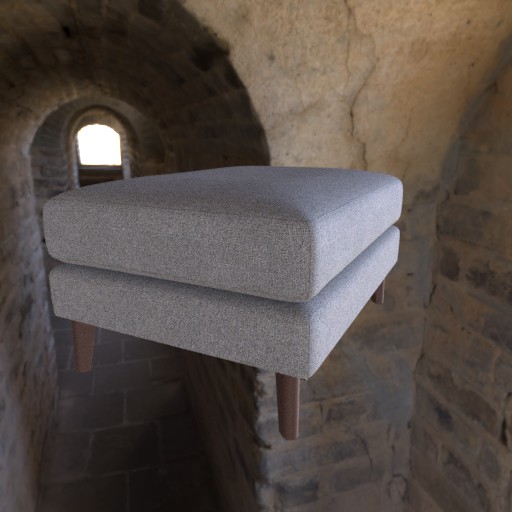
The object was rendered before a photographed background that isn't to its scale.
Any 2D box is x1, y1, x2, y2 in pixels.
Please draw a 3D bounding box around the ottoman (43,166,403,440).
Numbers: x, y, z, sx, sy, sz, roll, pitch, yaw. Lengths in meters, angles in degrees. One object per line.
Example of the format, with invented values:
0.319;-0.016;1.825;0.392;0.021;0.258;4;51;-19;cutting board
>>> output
0.000;0.000;1.177;0.611;0.441;0.821;8;17;26;ottoman
